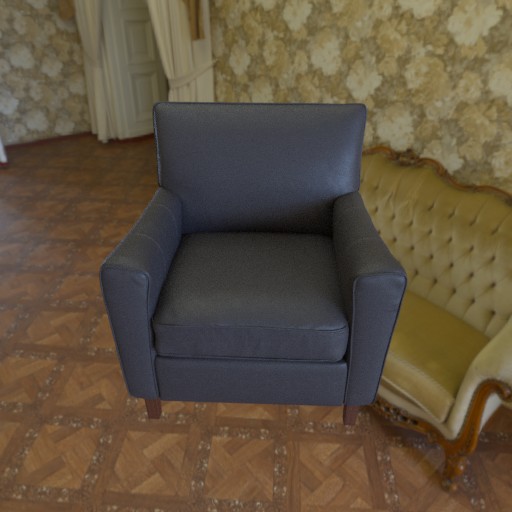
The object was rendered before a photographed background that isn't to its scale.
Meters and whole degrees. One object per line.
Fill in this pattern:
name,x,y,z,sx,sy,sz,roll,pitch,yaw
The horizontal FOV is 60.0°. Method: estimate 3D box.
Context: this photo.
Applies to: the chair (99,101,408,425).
chair,0.000,0.000,1.623,0.870,0.943,0.825,1,31,2
